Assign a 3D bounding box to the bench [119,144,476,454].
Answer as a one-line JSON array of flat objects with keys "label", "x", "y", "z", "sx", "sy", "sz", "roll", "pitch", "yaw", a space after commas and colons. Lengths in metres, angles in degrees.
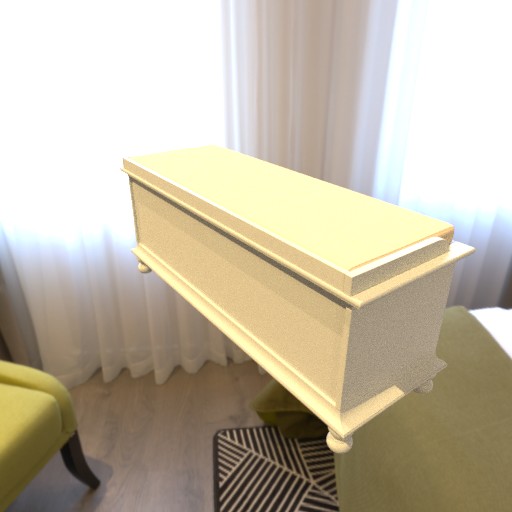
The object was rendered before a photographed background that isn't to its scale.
[{"label": "bench", "x": 0.000, "y": 0.000, "z": 1.442, "sx": 0.402, "sy": 0.486, "sz": 1.185, "roll": -19, "pitch": 32, "yaw": -32}]
